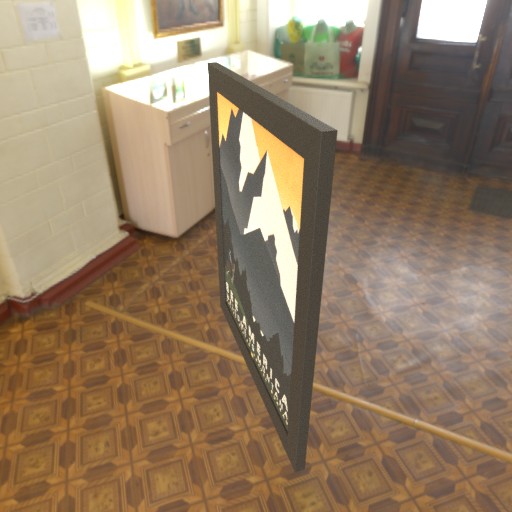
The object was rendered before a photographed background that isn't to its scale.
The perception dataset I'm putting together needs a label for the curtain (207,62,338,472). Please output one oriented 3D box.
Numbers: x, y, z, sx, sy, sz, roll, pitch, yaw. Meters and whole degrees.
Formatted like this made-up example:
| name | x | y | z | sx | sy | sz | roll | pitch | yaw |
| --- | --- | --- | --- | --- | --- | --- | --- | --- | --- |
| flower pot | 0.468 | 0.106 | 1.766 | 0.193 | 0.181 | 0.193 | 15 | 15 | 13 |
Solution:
| name | x | y | z | sx | sy | sz | roll | pitch | yaw |
| --- | --- | --- | --- | --- | --- | --- | --- | --- | --- |
| curtain | 0.000 | 0.000 | 0.804 | 0.027 | 0.585 | 0.483 | -10 | 33 | -16 |
